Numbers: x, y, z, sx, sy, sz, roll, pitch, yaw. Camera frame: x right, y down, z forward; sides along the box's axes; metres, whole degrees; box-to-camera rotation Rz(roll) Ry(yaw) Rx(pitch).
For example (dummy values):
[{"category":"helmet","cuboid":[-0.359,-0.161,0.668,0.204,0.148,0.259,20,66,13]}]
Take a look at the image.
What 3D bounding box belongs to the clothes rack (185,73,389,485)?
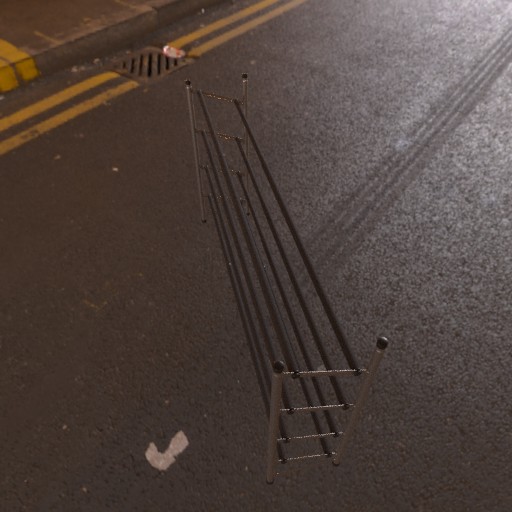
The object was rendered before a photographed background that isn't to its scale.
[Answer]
[{"category":"clothes rack","cuboid":[0.000,0.000,1.439,0.229,0.672,1.168,-10,48,-10]}]
